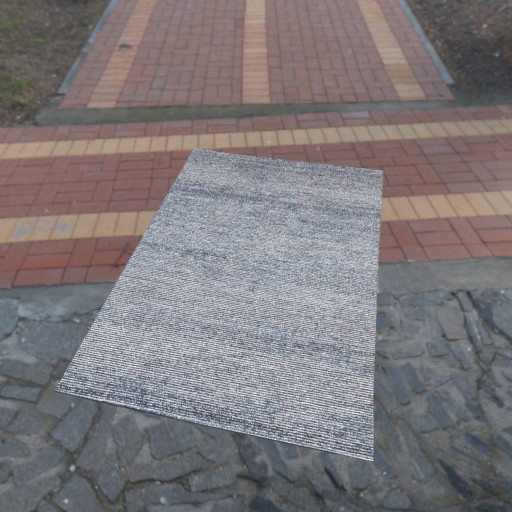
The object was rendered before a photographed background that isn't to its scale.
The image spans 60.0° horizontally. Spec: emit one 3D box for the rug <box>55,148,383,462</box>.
[{"bbox_3d":[0.000,0.000,2.955,1.624,0.030,2.349,9,47,9],"label":"rug"}]
